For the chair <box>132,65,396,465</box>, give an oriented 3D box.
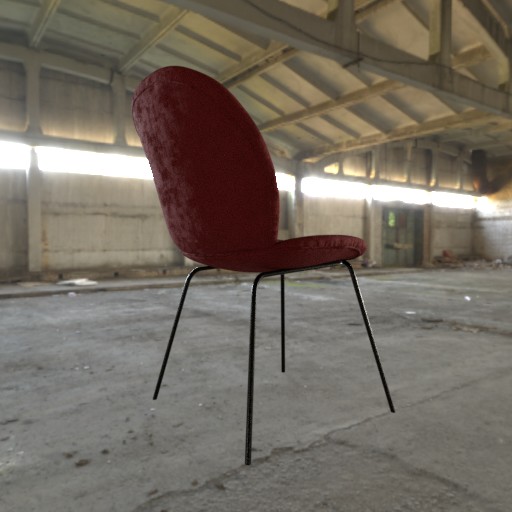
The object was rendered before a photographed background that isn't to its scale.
[{"bbox_3d":[0.000,0.000,1.132,0.587,0.791,0.458,-1,2,-36],"label":"chair"}]
